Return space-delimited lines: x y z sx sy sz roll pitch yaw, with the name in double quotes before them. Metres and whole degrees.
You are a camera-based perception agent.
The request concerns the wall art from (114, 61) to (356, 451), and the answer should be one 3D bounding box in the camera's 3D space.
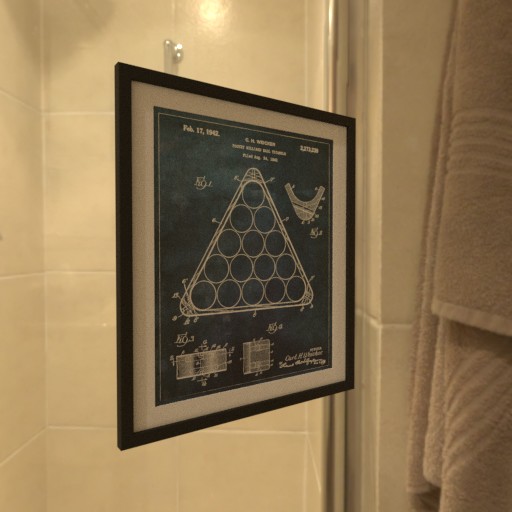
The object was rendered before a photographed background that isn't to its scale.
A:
"wall art" 0.000 0.000 1.208 0.755 0.863 0.028 -1 2 -35
